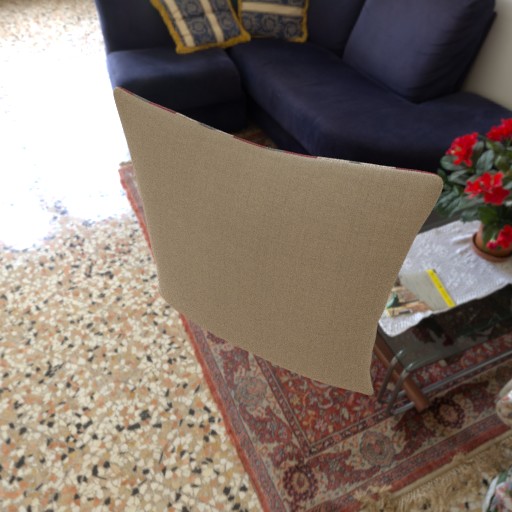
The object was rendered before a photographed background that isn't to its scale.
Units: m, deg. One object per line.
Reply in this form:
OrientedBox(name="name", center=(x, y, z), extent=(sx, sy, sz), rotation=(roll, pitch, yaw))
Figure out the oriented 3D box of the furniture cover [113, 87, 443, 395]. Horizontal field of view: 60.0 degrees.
OrientedBox(name="furniture cover", center=(0.000, 0.000, 0.647), extent=(0.435, 0.420, 0.145), rotation=(22, 49, 21))
